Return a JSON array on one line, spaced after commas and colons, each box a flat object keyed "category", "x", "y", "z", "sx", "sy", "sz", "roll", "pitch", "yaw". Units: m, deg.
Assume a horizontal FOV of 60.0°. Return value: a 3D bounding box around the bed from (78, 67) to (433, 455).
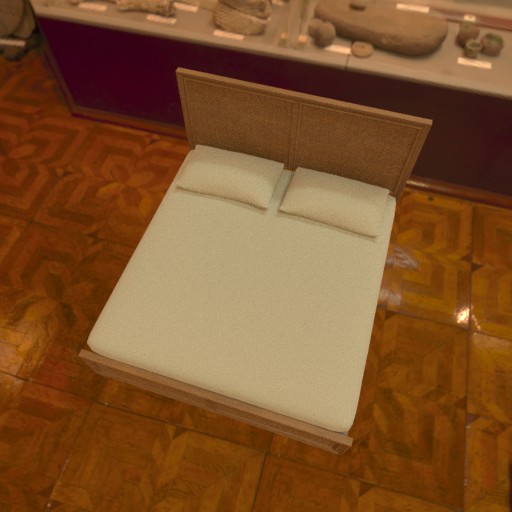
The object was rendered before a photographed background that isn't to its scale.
[{"category": "bed", "x": 0.000, "y": 0.000, "z": 3.437, "sx": 2.003, "sy": 1.387, "sz": 2.184, "roll": 15, "pitch": 60, "yaw": 9}]
